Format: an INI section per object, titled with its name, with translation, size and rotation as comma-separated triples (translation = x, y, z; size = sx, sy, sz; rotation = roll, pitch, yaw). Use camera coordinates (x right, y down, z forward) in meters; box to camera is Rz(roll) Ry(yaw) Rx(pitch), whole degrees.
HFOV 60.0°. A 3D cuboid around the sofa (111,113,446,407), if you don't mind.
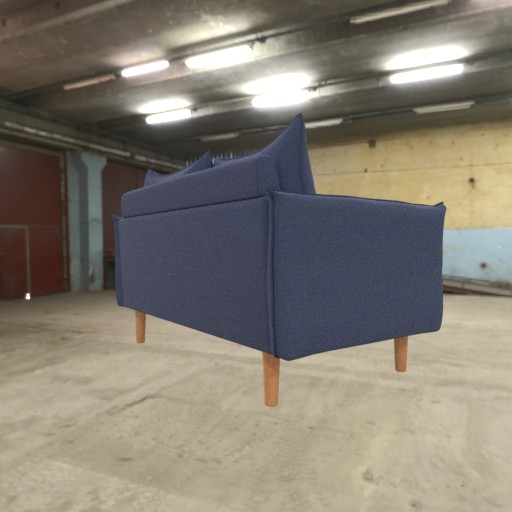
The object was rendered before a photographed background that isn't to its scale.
[sofa]
translation = 0.000, 0.000, 1.865
size = 0.820, 0.840, 1.300
rotation = -1, 2, -36
